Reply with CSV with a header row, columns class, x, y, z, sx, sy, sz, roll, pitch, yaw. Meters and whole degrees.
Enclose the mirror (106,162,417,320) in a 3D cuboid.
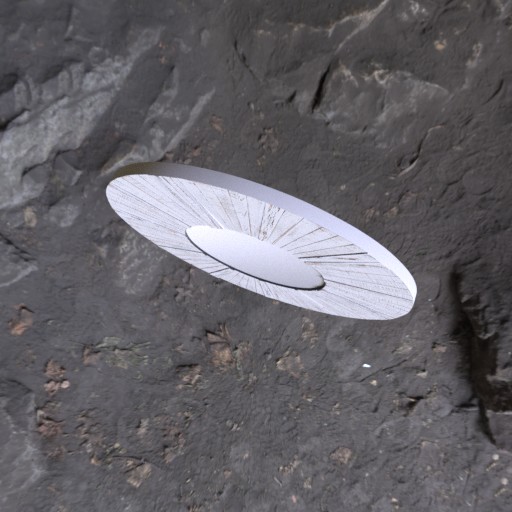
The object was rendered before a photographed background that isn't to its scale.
class,x,y,z,sx,sy,sz,roll,pitch,yaw
mirror,0.000,0.000,1.313,0.914,0.914,0.038,20,75,6
